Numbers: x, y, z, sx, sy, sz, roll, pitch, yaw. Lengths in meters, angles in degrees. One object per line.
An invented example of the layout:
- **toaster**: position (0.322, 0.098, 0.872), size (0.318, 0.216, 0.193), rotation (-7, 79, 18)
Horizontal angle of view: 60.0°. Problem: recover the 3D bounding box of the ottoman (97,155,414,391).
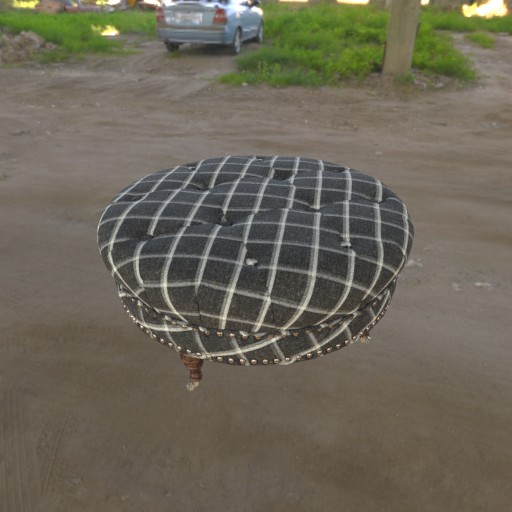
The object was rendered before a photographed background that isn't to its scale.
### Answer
- **ottoman**: position (0.000, 0.000, 1.390), size (0.901, 0.439, 0.901), rotation (0, 32, 0)
